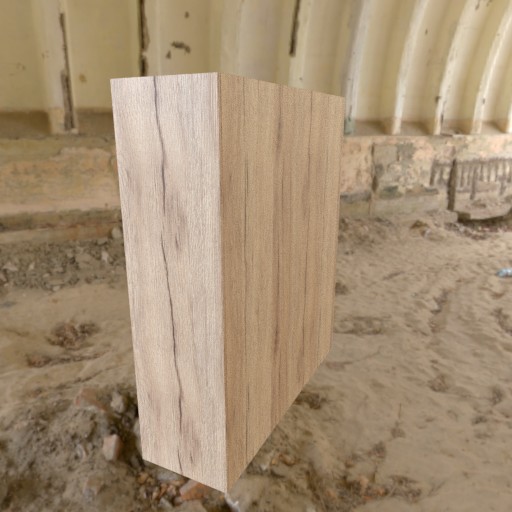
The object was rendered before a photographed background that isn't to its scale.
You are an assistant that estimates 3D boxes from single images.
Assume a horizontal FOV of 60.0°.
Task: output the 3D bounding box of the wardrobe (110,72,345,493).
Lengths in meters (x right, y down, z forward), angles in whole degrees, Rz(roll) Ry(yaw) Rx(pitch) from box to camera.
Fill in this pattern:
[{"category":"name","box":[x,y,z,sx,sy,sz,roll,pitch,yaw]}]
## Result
[{"category":"wardrobe","box":[0.000,0.000,2.949,0.580,2.070,1.810,8,18,26]}]
